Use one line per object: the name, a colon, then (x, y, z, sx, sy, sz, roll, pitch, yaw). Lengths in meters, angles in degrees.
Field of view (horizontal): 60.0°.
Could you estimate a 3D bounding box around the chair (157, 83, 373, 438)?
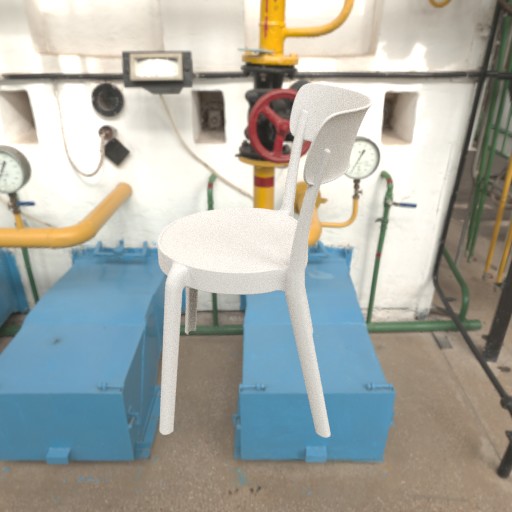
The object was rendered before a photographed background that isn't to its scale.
chair: (0.000, 0.000, 1.142, 0.491, 0.790, 0.506, 0, 27, 1)
